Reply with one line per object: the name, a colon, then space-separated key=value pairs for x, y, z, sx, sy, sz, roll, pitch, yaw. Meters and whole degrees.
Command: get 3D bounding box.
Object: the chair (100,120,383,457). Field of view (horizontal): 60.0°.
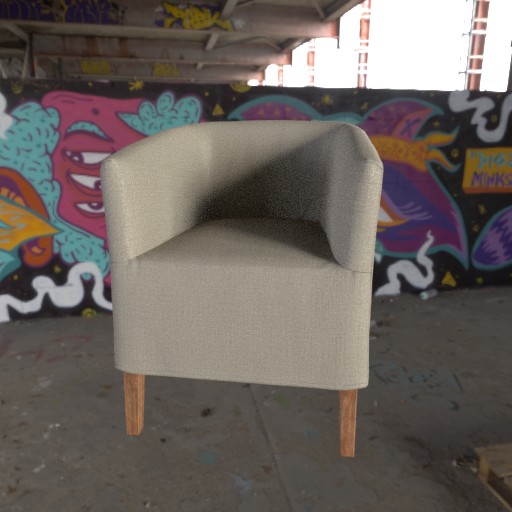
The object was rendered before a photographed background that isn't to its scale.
chair: x=0.000 y=0.000 z=1.263 sx=0.600 sy=0.771 sz=0.668 roll=2 pitch=14 yaw=8
